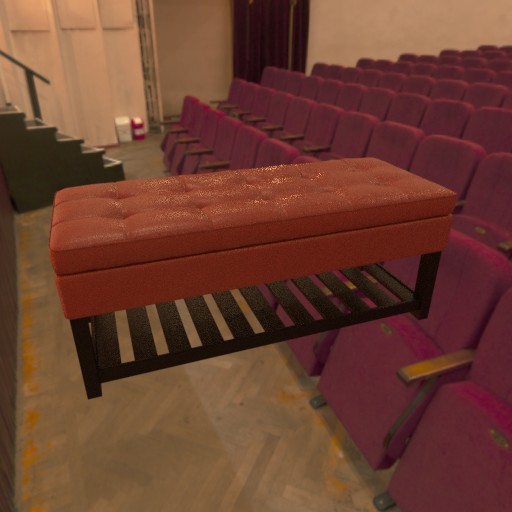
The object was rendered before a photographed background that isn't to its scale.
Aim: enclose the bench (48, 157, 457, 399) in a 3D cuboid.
[{"bbox_3d":[0.000,0.000,1.381,1.105,0.460,0.432,-9,28,-18],"label":"bench"}]
